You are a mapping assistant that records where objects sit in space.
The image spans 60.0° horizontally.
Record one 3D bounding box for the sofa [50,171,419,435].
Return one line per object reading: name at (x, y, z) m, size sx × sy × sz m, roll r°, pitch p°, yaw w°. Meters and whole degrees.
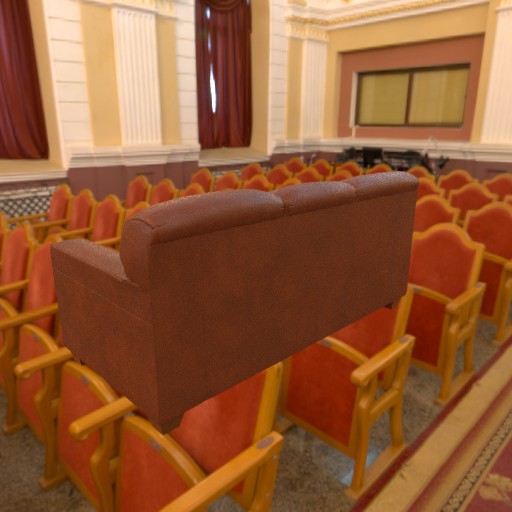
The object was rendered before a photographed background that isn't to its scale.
sofa at (0.000, 0.000, 2.613) m, size 2.039 × 0.953 × 1.008 m, roll -16°, pitch 22°, yaw -42°
